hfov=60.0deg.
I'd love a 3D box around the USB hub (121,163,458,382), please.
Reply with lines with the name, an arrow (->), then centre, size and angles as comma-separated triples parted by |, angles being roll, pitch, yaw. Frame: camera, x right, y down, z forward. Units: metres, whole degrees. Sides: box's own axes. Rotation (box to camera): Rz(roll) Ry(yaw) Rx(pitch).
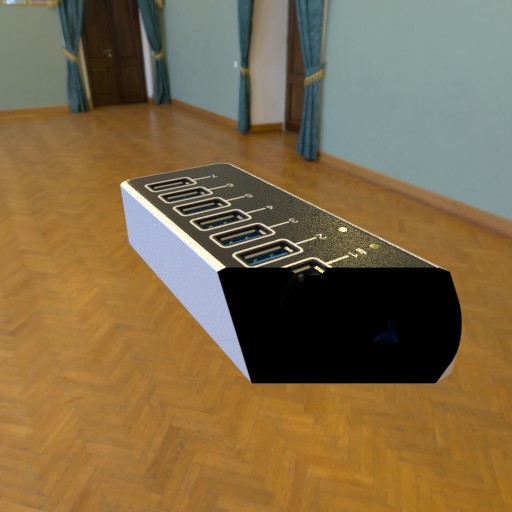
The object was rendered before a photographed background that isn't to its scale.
USB hub -> 0.000, 0.000, 0.129 | 0.044, 0.023, 0.110 | -17, 33, -28
